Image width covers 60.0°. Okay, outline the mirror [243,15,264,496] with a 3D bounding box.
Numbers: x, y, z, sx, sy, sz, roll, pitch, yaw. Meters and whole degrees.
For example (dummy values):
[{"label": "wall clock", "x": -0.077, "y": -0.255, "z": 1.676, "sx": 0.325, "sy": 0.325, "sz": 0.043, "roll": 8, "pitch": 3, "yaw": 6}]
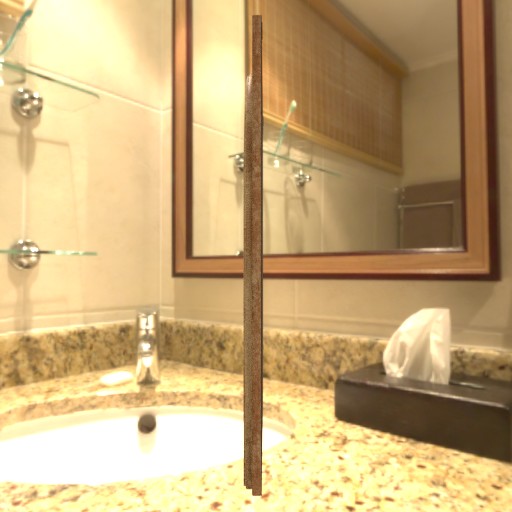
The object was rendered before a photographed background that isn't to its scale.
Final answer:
[{"label": "mirror", "x": 0.000, "y": 0.000, "z": 0.970, "sx": 0.058, "sy": 0.787, "sz": 0.495, "roll": 0, "pitch": -1, "yaw": 1}]
